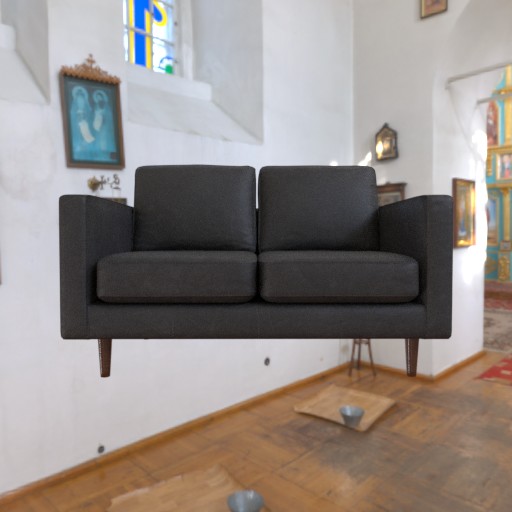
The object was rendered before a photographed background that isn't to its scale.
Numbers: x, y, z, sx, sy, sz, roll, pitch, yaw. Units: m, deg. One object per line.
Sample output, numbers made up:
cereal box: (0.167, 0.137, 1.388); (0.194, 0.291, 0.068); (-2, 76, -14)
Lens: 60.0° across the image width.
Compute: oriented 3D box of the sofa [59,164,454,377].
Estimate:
sofa: (0.000, 0.000, 2.002); (1.430, 0.899, 0.879); (0, 2, 0)
